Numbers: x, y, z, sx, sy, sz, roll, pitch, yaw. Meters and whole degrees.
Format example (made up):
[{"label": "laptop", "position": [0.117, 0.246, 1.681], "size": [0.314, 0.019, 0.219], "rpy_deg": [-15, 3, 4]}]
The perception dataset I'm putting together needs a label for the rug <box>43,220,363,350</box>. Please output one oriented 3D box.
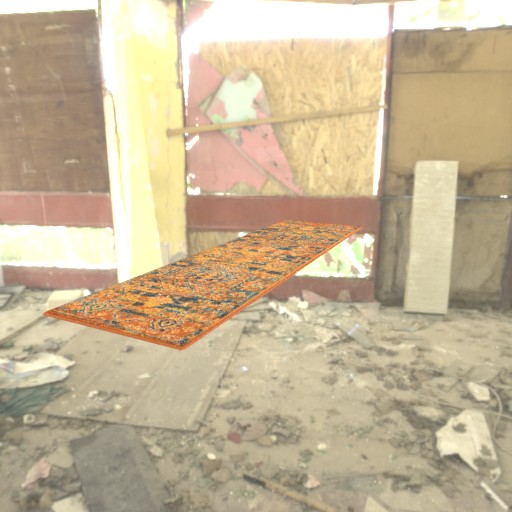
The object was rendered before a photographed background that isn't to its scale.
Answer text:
[{"label": "rug", "position": [0.000, 0.000, 2.505], "size": [0.651, 0.016, 2.274], "rpy_deg": [7, 16, 26]}]
